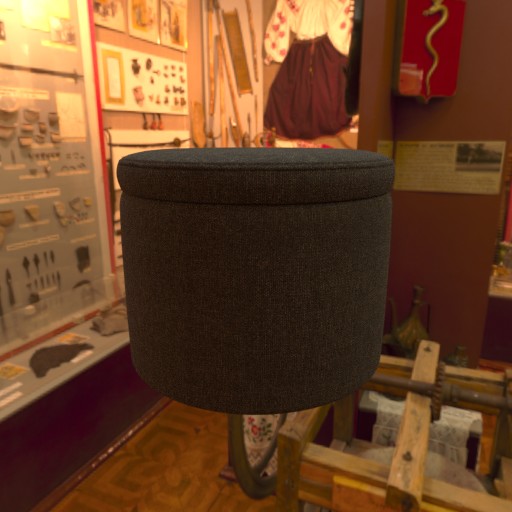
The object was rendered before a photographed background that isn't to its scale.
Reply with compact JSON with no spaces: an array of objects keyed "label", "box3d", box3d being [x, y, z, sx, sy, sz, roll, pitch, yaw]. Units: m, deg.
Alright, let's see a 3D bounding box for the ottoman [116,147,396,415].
[{"label":"ottoman","box3d":[0.000,0.000,0.903,0.520,0.430,0.520,0,15,0]}]
